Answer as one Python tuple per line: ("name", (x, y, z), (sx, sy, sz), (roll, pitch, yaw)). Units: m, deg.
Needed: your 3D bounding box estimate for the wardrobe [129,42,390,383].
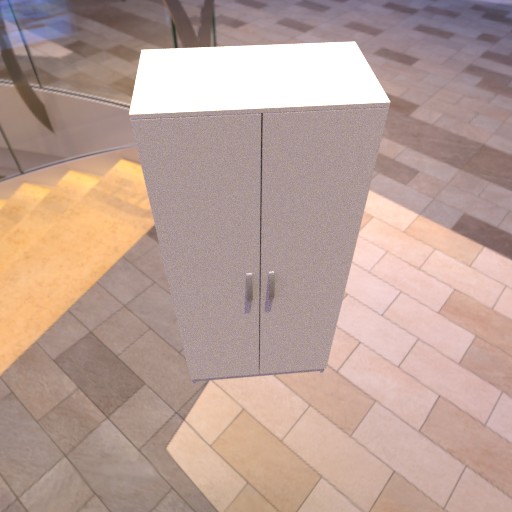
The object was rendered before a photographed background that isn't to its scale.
("wardrobe", (0.000, 0.000, 2.042), (0.760, 1.700, 0.470), (-4, 48, -4))
